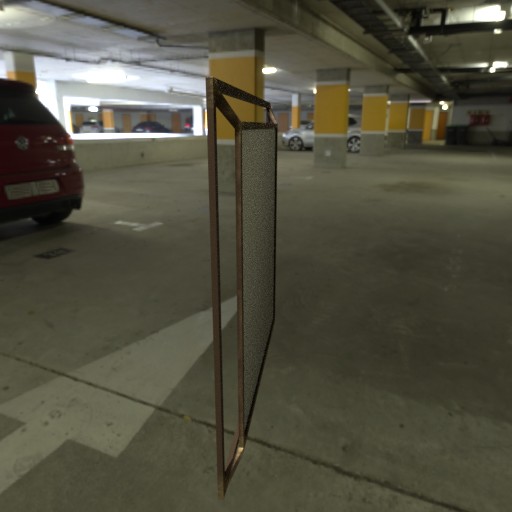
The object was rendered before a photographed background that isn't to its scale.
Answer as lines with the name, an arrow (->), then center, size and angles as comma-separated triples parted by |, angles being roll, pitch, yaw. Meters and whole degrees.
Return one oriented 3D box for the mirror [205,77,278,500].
mirror -> 0.000, 0.000, 0.889 | 0.032, 0.610, 0.610 | 2, 16, 8
